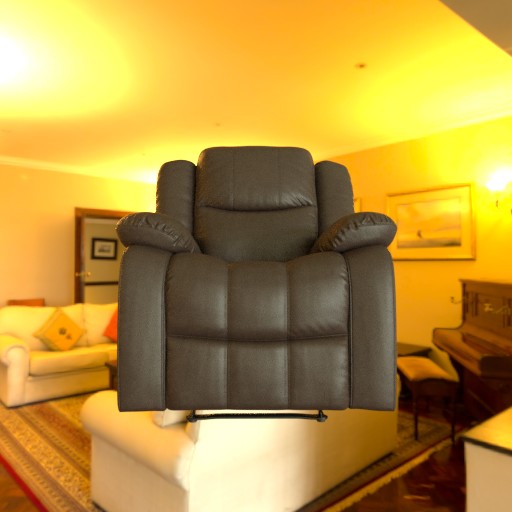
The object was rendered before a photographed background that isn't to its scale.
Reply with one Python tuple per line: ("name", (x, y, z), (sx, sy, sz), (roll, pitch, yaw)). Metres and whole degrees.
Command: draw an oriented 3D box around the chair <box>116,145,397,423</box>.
("chair", (0.000, 0.000, 1.693), (0.899, 1.009, 0.934), (0, -1, 0))
